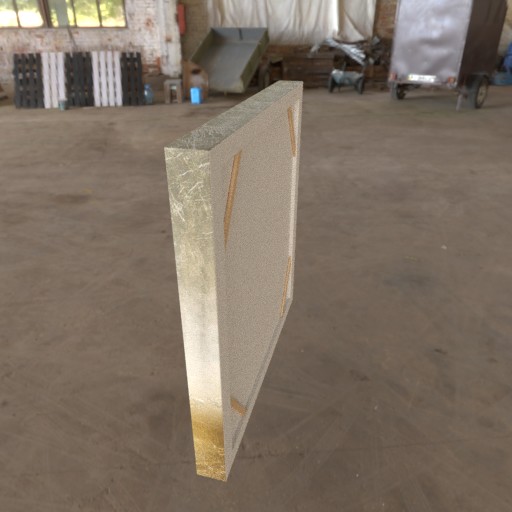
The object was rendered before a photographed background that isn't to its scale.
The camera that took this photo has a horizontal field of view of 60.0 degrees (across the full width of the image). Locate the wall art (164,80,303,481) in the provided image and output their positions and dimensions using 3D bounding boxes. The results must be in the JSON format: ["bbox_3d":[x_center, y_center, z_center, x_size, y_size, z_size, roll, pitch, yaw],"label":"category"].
[{"bbox_3d":[0.000,0.000,0.617,0.038,0.407,0.405,8,30,14],"label":"wall art"}]
